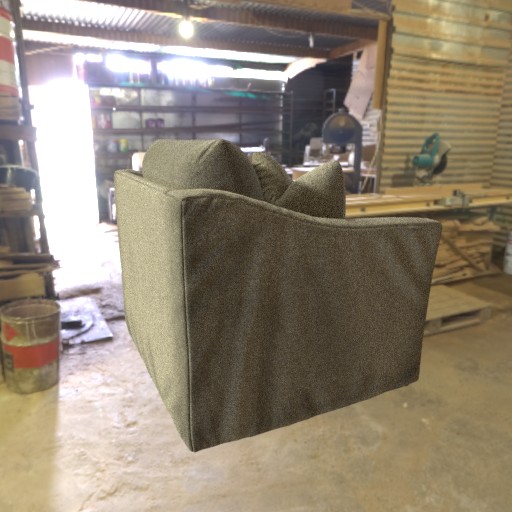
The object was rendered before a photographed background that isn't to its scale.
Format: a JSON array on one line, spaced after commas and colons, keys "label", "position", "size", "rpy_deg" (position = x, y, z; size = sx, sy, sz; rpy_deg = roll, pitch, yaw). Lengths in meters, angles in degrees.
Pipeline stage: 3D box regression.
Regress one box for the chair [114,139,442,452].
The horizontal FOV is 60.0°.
[{"label": "chair", "position": [0.000, 0.000, 2.060], "size": [1.071, 1.059, 1.194], "rpy_deg": [-7, 17, -25]}]
